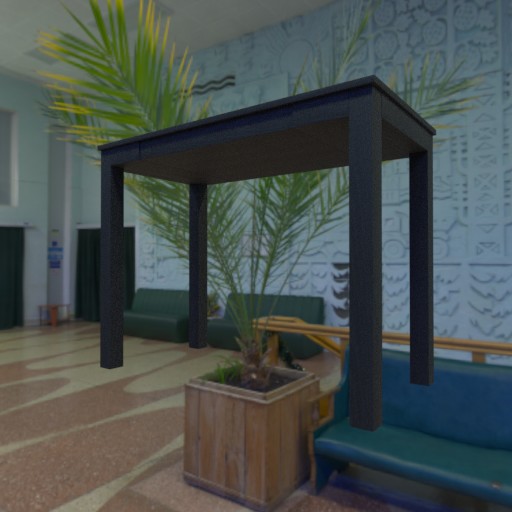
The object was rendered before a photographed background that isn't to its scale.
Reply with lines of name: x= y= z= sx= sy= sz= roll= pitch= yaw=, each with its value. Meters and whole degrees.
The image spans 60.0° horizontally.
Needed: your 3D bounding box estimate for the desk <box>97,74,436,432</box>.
desk: x=0.000 y=0.000 z=1.432 sx=0.991 sy=0.762 sz=0.499 roll=0 pitch=-1 yaw=36
